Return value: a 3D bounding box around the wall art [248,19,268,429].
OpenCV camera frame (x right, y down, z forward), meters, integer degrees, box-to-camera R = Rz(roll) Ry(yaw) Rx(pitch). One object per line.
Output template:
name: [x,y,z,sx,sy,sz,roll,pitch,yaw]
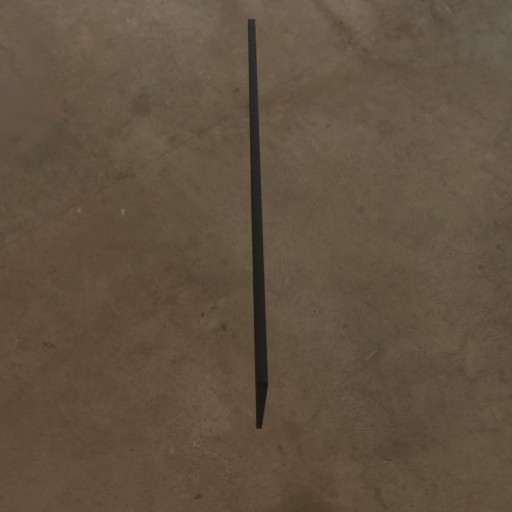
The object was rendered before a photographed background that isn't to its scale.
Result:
wall art: [0.000,0.000,0.828,0.012,0.558,0.562,-1,64,-1]
